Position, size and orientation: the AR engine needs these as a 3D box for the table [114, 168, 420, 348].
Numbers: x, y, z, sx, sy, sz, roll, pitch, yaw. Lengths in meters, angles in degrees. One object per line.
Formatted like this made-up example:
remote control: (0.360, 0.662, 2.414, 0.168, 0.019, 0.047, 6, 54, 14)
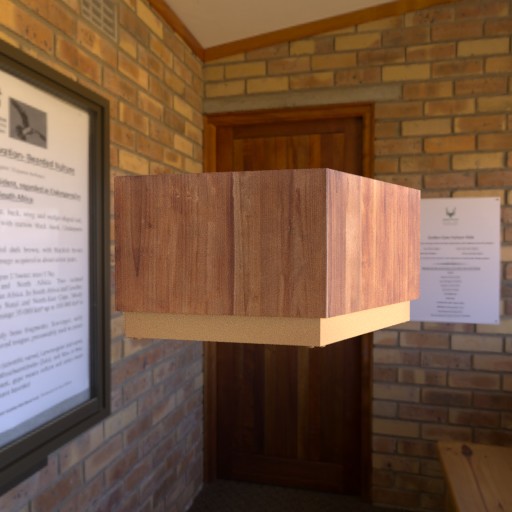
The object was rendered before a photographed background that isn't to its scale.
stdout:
table: (0.000, 0.000, 1.648, 1.000, 0.456, 1.154, 0, 1, -18)
